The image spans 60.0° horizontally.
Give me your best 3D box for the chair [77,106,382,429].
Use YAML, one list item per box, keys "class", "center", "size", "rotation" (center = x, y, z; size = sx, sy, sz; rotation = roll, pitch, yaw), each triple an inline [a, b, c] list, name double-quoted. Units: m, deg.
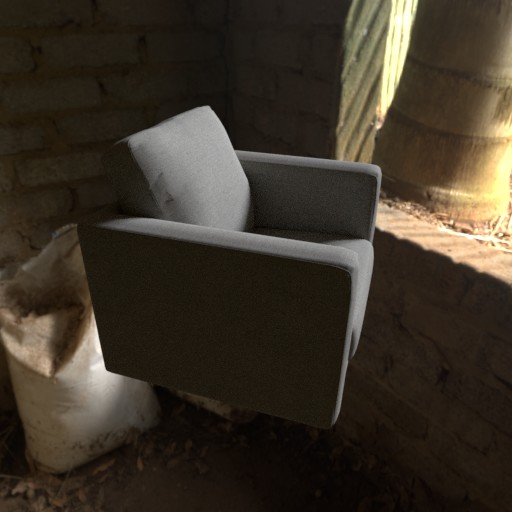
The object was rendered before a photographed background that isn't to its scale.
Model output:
- class: "chair"
  center: [0.000, 0.000, 1.575]
  size: [0.800, 0.927, 0.855]
  rotation: [9, 30, 16]
